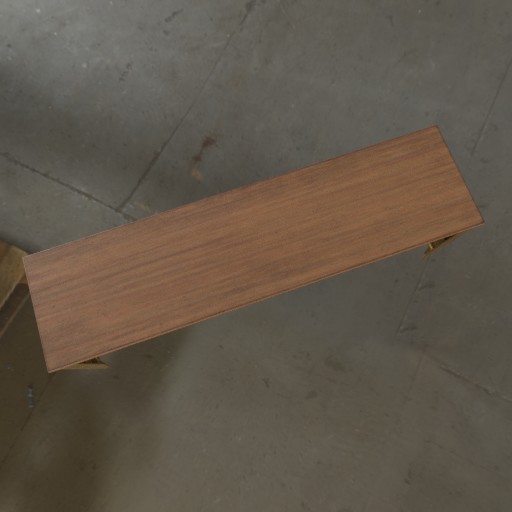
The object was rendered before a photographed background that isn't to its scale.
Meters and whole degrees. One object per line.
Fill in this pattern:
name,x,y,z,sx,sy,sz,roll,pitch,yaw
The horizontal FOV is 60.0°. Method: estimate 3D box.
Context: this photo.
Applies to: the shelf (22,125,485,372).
shelf,0.000,0.000,0.719,0.636,0.190,0.166,-18,77,-5
